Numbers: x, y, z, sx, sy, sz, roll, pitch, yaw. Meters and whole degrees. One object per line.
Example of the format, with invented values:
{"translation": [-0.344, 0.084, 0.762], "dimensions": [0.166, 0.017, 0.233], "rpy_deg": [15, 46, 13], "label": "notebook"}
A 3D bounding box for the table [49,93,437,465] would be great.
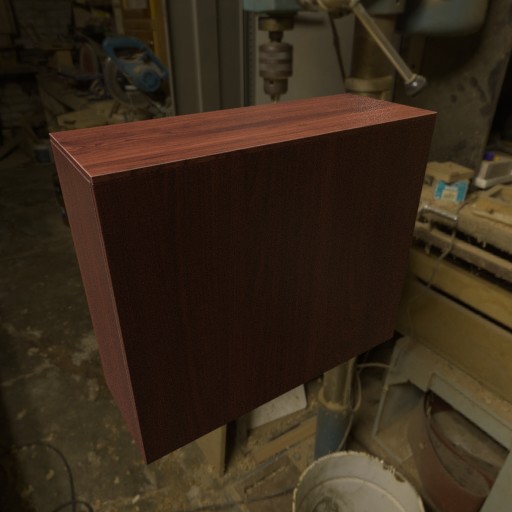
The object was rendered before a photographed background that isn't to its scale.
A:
{"translation": [0.000, 0.000, 1.317], "dimensions": [0.930, 0.790, 0.380], "rpy_deg": [-18, 34, -28], "label": "table"}
